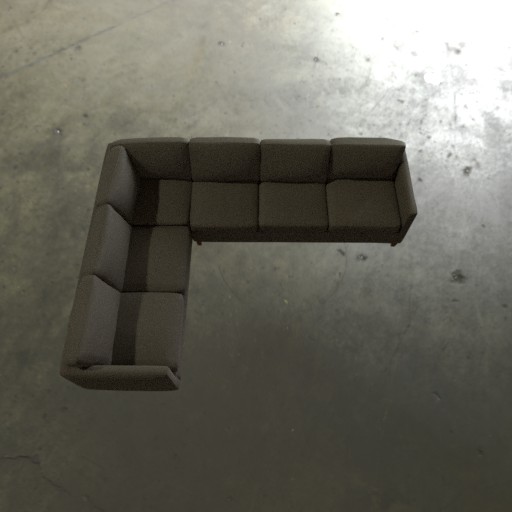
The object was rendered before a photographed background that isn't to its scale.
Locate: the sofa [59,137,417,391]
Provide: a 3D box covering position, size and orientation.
[{"bbox_3d":[0.000,0.000,4.491,3.302,0.947,2.593,0,62,0],"label":"sofa"}]
